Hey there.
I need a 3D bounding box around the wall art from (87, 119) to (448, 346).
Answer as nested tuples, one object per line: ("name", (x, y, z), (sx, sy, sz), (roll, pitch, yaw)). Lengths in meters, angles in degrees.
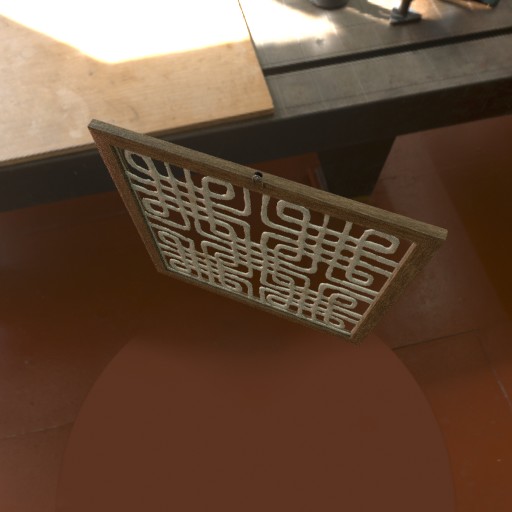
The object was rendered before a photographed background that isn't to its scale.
("wall art", (0.000, 0.000, 0.893), (0.561, 0.582, 0.021), (19, 66, 9))
